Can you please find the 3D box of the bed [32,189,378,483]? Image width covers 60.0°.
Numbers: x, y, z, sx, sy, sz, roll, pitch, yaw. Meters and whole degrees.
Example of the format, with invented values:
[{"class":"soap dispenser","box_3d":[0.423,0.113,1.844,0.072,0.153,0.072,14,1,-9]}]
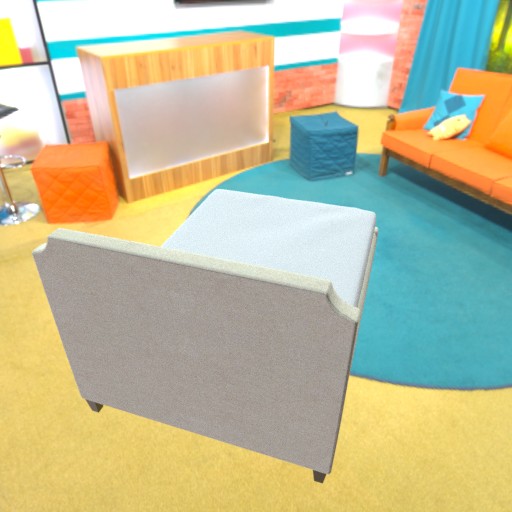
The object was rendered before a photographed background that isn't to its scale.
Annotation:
[{"class":"bed","box_3d":[0.000,0.000,3.380,1.713,1.457,2.381,11,35,15]}]
